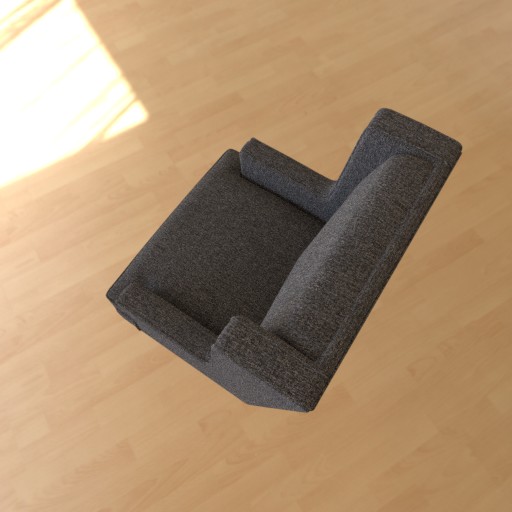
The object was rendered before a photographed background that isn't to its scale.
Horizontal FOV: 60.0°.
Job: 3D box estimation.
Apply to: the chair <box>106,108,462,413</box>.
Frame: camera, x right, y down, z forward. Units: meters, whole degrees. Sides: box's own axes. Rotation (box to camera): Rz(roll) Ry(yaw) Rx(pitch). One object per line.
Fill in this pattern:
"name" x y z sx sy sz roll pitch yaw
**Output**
"chair" 0.000 0.000 1.780 0.927 1.082 0.942 31 70 13
